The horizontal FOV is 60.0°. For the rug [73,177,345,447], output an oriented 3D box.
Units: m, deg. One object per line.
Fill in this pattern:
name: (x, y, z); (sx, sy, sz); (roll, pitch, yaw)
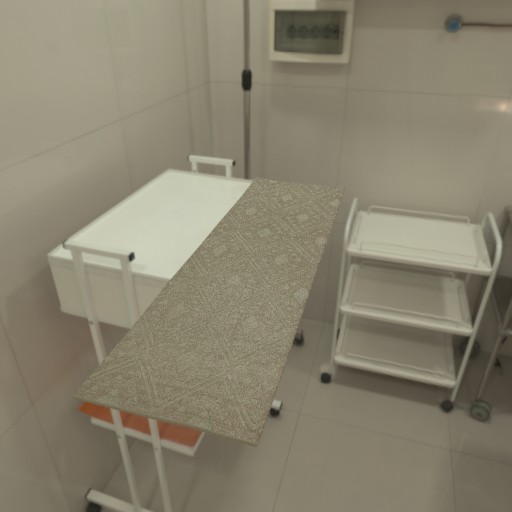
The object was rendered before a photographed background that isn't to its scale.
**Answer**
rug: (0.000, 0.000, 2.627); (0.752, 0.051, 2.452); (9, 32, 14)
